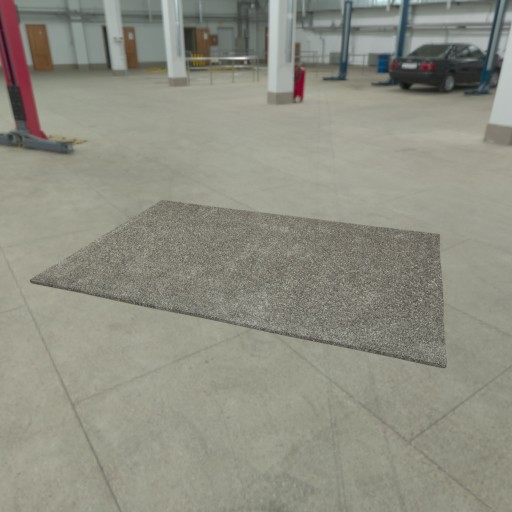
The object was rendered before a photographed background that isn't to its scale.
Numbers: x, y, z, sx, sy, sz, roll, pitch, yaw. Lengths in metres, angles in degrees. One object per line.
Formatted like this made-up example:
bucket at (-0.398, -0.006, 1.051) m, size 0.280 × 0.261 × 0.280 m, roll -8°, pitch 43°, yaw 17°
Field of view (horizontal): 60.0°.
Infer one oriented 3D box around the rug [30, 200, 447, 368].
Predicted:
rug at (0.000, 0.000, 3.429) m, size 2.699 × 0.026 × 1.802 m, roll 9°, pitch 27°, yaw 17°
